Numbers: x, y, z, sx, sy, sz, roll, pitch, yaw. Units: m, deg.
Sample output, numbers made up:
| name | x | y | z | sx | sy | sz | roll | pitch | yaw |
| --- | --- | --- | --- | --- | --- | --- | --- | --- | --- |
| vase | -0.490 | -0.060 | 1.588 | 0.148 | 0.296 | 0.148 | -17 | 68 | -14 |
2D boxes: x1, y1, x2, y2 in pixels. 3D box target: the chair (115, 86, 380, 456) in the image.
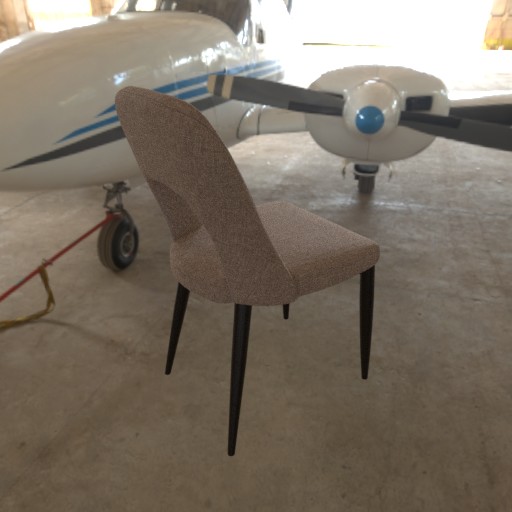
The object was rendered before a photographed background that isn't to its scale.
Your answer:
| name | x | y | z | sx | sy | sz | roll | pitch | yaw |
| --- | --- | --- | --- | --- | --- | --- | --- | --- | --- |
| chair | 0.000 | 0.000 | 1.260 | 0.612 | 0.931 | 0.470 | -18 | 32 | -31 |
